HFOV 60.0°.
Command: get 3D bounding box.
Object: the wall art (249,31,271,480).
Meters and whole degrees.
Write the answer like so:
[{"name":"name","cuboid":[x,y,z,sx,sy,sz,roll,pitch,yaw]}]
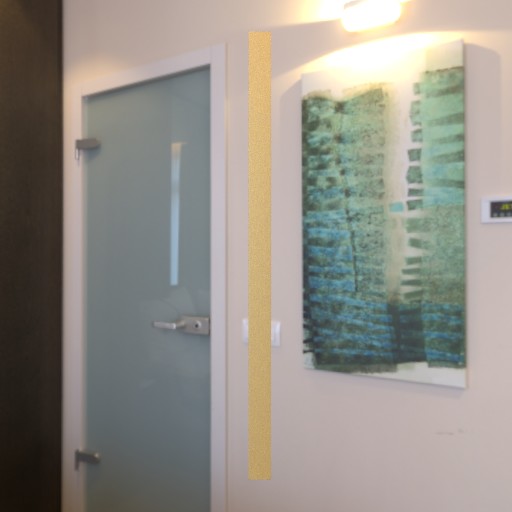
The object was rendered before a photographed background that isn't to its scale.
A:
[{"name":"wall art","cuboid":[0.000,0.000,1.135,0.038,0.762,0.762,0,0,-1]}]
